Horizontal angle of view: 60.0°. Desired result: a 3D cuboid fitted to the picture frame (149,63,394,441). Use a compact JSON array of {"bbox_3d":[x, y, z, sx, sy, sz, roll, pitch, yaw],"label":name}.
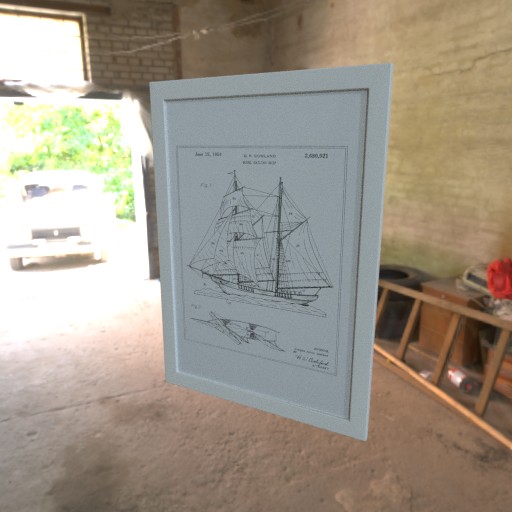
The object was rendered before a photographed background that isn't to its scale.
[{"bbox_3d":[0.000,0.000,0.696,0.381,0.534,0.012,7,16,26],"label":"picture frame"}]
